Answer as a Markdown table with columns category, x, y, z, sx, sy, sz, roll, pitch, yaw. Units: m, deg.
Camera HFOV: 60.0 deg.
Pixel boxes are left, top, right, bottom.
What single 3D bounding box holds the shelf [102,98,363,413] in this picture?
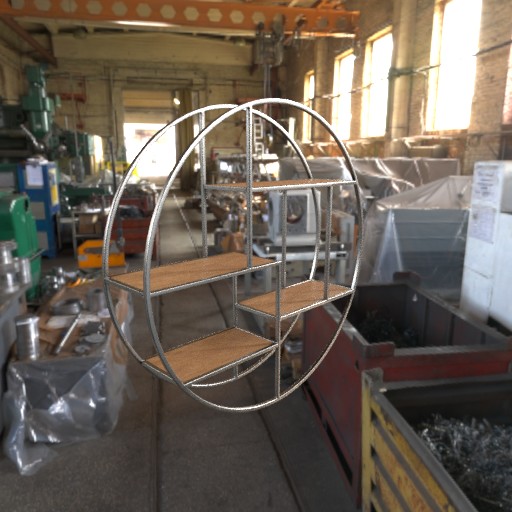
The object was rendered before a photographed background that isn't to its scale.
| category | x | y | z | sx | sy | sz | roll | pitch | yaw |
| --- | --- | --- | --- | --- | --- | --- | --- | --- | --- |
| shelf | 0.000 | 0.000 | 1.344 | 0.202 | 0.888 | 0.888 | 12 | 17 | 43 |
